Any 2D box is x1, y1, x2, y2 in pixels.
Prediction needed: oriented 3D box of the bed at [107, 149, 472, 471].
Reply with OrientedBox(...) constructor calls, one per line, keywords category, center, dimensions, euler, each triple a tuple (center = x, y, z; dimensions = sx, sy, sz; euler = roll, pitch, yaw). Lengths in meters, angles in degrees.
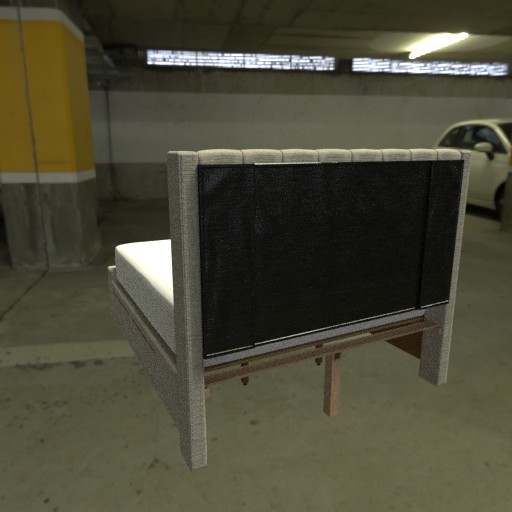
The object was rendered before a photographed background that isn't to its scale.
OrientedBox(category="bed", center=(0.000, 0.000, 3.711), dimensions=(2.044, 1.748, 2.372), euler=(-7, 15, -27))
